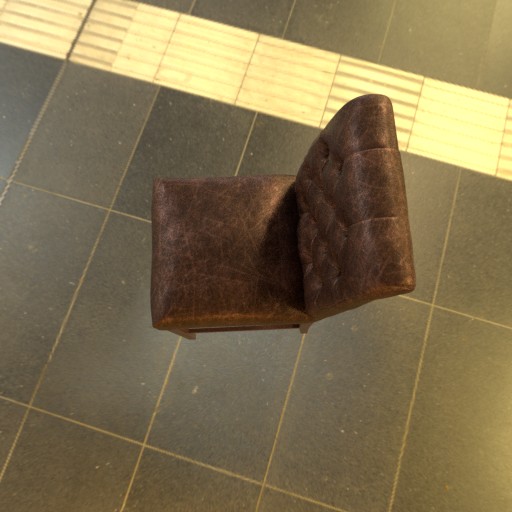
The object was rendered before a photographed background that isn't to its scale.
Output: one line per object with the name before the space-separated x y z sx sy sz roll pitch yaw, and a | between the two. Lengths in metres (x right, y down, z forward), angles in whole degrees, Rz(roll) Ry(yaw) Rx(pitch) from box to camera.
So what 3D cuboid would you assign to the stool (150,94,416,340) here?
stool | 0.000 0.000 1.505 0.659 1.168 0.483 -3 76 -1
